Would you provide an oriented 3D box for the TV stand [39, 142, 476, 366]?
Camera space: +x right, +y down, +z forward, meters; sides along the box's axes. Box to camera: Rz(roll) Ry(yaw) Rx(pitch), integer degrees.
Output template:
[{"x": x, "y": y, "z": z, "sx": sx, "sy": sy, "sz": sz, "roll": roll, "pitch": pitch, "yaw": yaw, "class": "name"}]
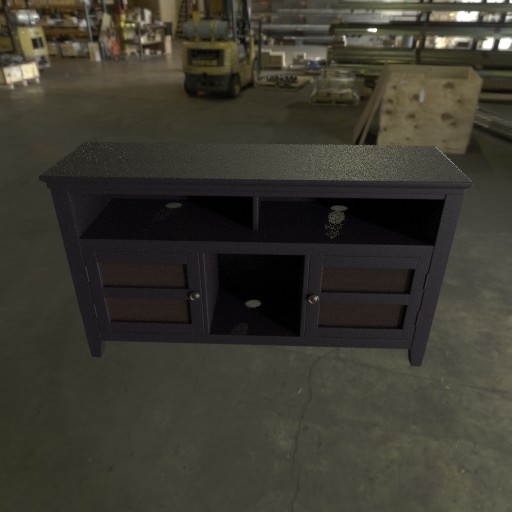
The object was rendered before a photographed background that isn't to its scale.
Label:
[{"x": 0.000, "y": 0.000, "z": 1.528, "sx": 1.198, "sy": 0.681, "sz": 0.347, "roll": 1, "pitch": 30, "yaw": 2, "class": "TV stand"}]
